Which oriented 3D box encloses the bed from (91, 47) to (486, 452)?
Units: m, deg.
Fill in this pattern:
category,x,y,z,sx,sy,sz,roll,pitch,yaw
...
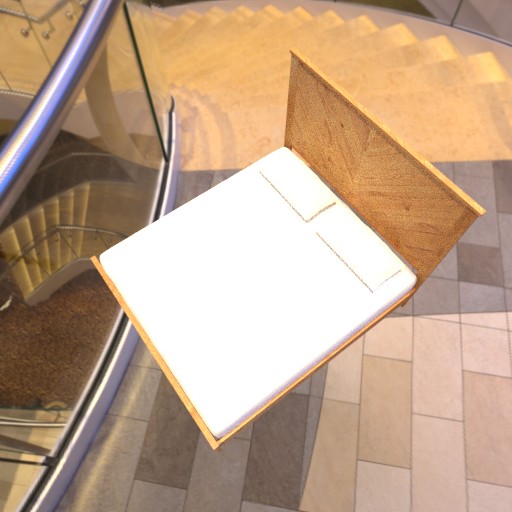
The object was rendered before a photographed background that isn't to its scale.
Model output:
category,x,y,z,sx,sy,sz,roll,pitch,yaw
bed,0.000,0.000,4.153,2.530,1.938,2.225,-33,67,-16
